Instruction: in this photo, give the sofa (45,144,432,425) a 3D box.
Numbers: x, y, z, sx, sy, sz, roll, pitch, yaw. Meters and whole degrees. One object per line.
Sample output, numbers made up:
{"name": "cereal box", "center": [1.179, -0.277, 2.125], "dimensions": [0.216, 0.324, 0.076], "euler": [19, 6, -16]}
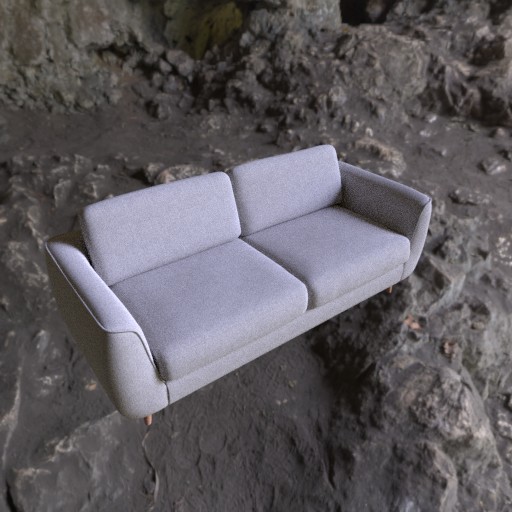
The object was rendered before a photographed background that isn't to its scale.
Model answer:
{"name": "sofa", "center": [0.000, 0.000, 2.442], "dimensions": [2.000, 0.850, 0.920], "euler": [-21, 37, -31]}
